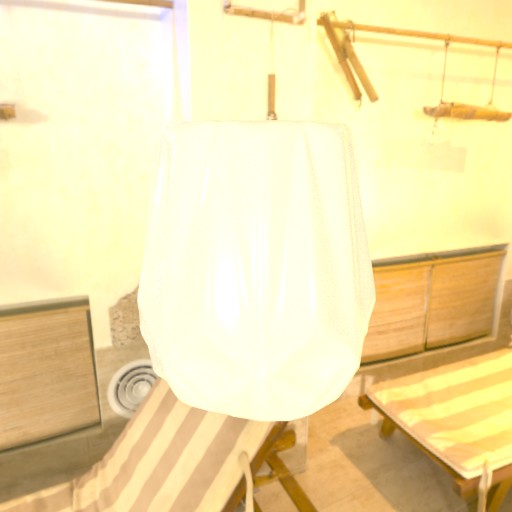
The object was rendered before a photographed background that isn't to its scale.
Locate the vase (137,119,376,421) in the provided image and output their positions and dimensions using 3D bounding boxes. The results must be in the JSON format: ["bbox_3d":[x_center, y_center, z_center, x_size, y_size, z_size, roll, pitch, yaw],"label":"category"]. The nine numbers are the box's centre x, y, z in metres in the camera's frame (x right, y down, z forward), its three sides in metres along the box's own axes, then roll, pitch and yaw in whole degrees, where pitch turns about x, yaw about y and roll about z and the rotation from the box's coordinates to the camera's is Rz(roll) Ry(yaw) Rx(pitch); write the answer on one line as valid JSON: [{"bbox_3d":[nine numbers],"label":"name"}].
[{"bbox_3d":[0.000,0.000,0.264,0.141,0.152,0.141,0,15,0],"label":"vase"}]
